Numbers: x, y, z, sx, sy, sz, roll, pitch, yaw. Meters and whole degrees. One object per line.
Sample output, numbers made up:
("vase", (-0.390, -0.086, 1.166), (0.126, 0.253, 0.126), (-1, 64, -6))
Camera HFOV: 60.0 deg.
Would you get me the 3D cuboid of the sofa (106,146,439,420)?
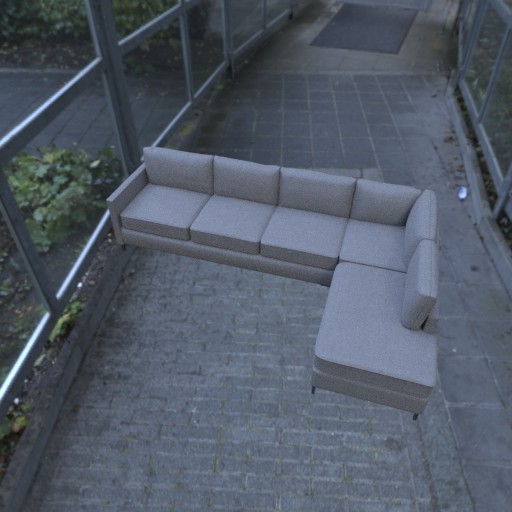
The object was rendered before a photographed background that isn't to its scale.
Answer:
("sofa", (0.000, 0.000, 4.281), (3.331, 0.964, 2.077), (11, 42, 13))
